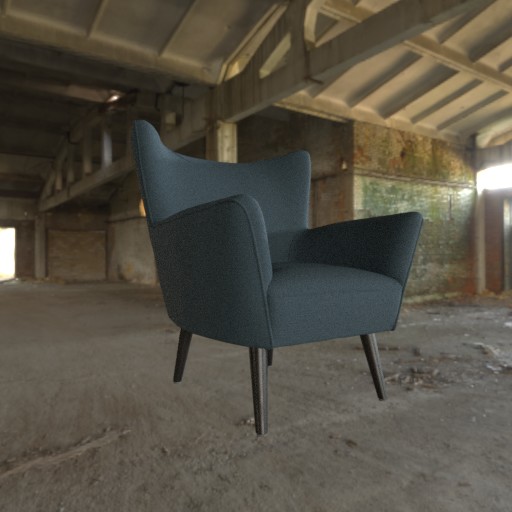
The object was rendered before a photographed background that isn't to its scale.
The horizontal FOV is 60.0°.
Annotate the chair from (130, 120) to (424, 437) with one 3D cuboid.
[{"bbox_3d":[0.000,0.000,1.587,0.781,0.933,0.888,0,0,-36],"label":"chair"}]
